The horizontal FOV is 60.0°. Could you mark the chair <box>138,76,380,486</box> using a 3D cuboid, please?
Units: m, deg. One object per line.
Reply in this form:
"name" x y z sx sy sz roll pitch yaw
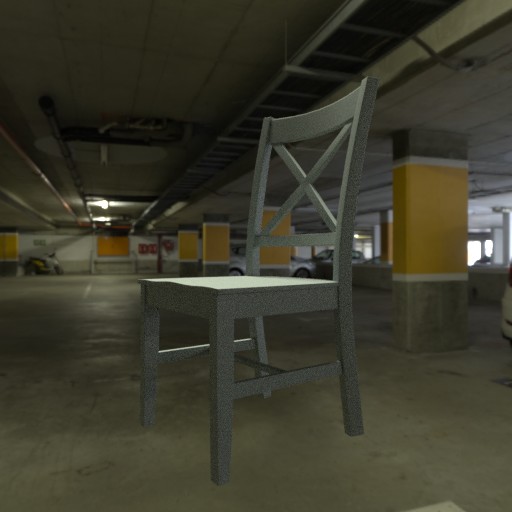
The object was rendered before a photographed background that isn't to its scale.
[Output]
"chair" 0.000 0.000 1.274 0.542 0.983 0.485 0 0 -37
